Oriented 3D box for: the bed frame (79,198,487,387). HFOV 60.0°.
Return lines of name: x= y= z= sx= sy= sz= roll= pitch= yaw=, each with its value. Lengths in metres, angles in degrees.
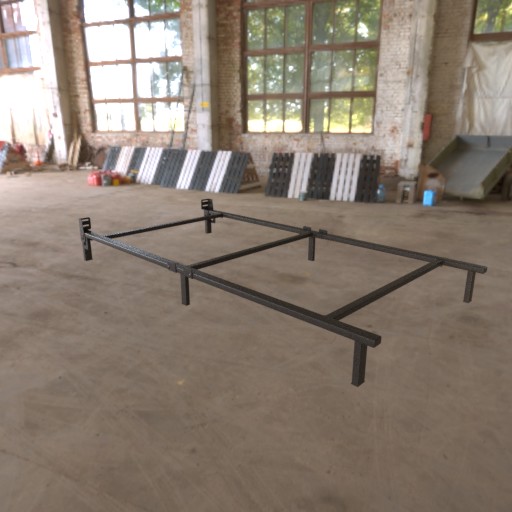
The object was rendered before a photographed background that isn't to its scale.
bed frame: x=0.000 y=0.000 z=2.258 sx=1.897 sy=0.248 sz=0.968 roll=16 pitch=23 yaw=42
